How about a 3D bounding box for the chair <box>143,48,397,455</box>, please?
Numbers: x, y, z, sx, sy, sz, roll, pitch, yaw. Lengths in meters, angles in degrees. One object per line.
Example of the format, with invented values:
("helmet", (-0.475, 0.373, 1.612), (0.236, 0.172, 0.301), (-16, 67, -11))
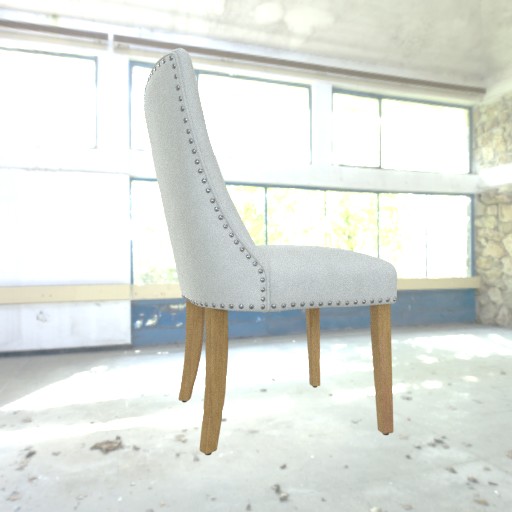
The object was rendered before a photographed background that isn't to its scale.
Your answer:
("chair", (0.000, 0.000, 1.240), (0.610, 0.902, 0.495), (0, 0, -17))
